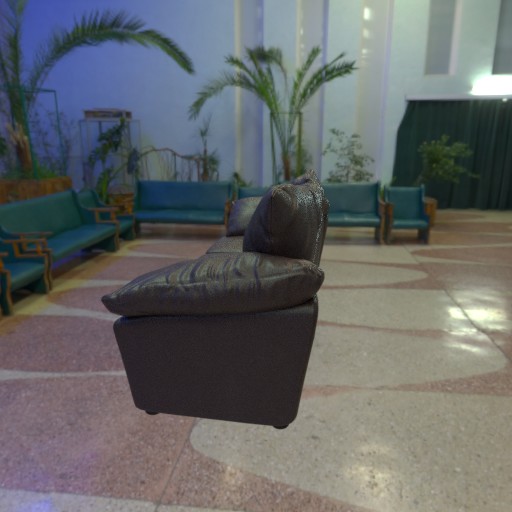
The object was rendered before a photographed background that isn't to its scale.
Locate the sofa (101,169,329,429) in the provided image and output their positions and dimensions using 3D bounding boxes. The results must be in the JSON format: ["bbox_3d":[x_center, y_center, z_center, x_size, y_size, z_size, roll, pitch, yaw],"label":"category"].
[{"bbox_3d":[0.000,0.000,2.836,0.907,1.091,2.390,3,15,10],"label":"sofa"}]
